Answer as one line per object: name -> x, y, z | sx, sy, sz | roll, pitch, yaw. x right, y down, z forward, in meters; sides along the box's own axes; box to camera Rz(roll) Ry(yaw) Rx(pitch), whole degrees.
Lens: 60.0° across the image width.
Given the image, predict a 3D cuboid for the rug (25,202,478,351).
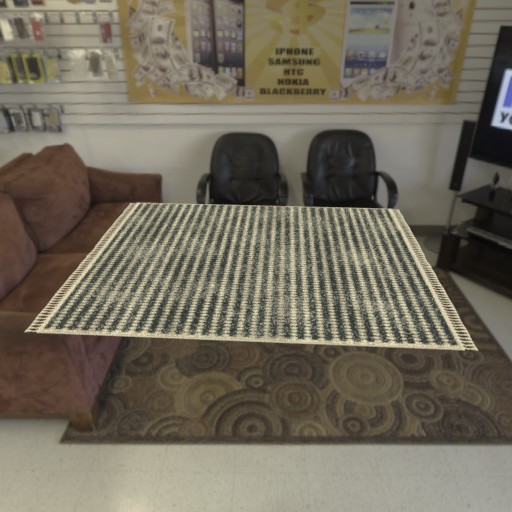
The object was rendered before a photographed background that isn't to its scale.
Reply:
rug -> 0.000, 0.000, 3.812 | 2.910, 0.013, 2.256 | 2, 29, 3
